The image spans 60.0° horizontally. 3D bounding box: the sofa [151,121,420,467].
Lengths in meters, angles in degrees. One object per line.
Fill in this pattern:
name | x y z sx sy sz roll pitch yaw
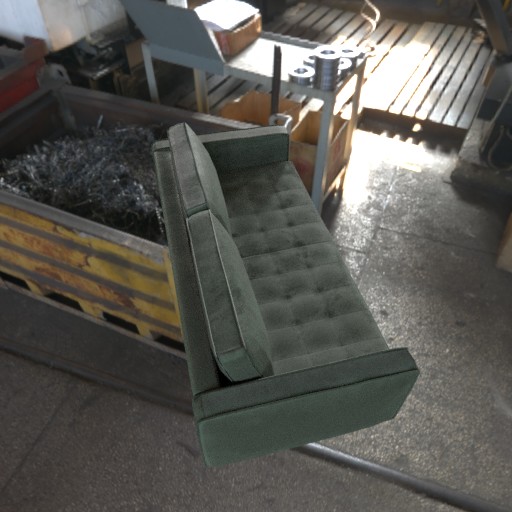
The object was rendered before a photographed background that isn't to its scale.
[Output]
sofa | 0.000 0.000 2.313 0.886 0.781 1.816 -10 48 -10
